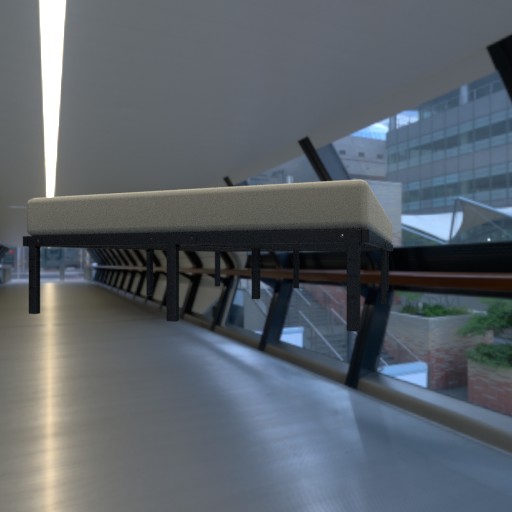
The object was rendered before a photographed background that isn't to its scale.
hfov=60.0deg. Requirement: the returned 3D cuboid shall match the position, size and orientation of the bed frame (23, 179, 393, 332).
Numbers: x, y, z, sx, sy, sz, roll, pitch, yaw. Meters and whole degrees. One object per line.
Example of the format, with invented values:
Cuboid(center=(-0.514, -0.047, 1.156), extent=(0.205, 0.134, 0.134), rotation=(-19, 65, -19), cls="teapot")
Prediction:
Cuboid(center=(0.000, 0.000, 3.506), extent=(1.990, 0.680, 2.635), rotation=(0, 0, 19), cls="bed frame")
